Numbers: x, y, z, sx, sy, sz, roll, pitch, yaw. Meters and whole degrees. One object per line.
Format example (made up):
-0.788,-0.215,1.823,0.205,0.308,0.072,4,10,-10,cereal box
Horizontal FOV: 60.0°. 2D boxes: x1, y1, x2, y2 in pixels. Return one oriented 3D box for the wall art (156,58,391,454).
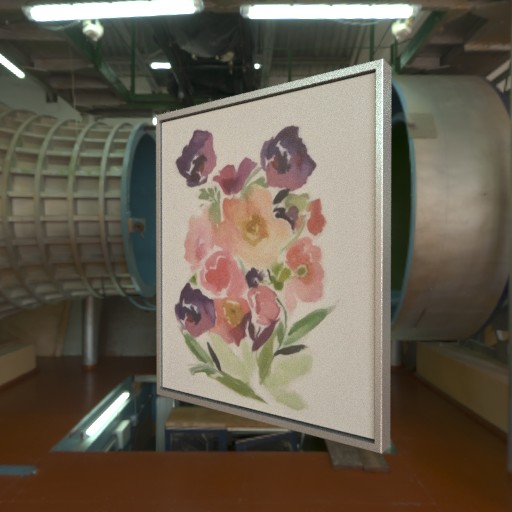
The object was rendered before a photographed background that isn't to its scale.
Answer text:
0.000,0.000,0.759,0.452,0.549,0.038,0,1,35,wall art
